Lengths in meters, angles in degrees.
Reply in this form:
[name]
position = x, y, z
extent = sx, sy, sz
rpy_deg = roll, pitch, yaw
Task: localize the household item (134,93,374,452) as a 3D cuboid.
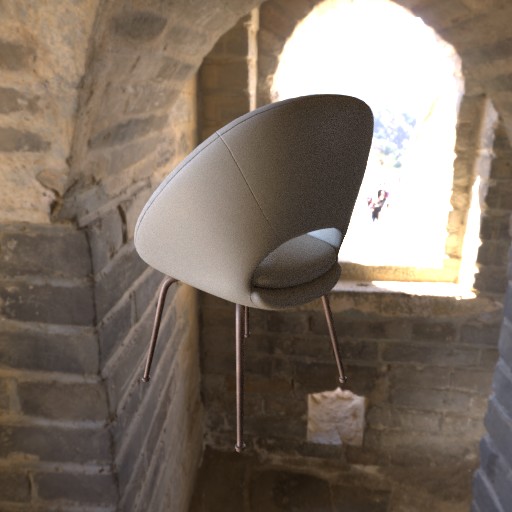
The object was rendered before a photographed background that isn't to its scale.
[household item]
position = 0.000, 0.000, 1.277
extent = 0.623, 0.852, 0.573
rpy_deg = -15, 22, -42
